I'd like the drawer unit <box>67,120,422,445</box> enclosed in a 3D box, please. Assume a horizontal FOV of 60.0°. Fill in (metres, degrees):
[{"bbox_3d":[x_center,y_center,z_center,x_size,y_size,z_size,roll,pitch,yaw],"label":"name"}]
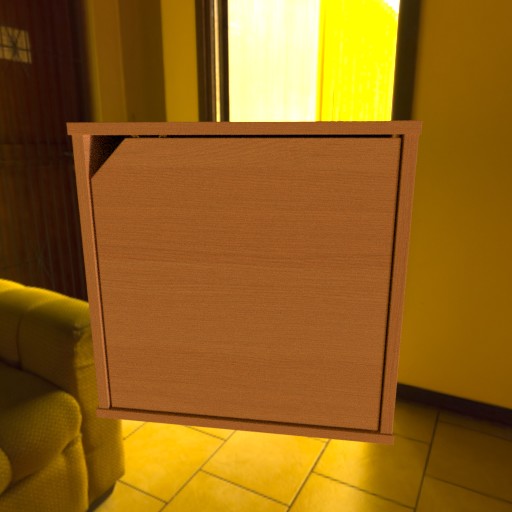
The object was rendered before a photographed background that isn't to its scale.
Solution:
[{"bbox_3d":[0.000,0.000,0.610,0.349,0.344,0.290,2,15,8],"label":"drawer unit"}]
